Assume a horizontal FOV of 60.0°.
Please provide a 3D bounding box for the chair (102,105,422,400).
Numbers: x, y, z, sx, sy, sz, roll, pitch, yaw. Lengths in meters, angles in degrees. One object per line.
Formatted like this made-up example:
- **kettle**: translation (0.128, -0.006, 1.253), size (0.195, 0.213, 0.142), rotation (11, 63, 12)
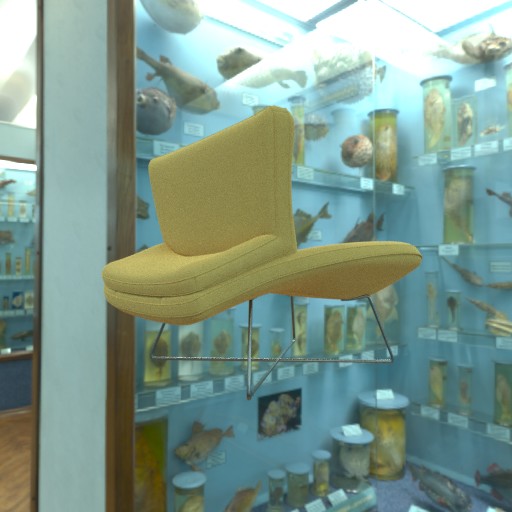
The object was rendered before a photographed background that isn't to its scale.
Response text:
- **chair**: translation (0.000, 0.000, 1.730), size (1.008, 0.855, 0.859), rotation (1, -1, -37)
